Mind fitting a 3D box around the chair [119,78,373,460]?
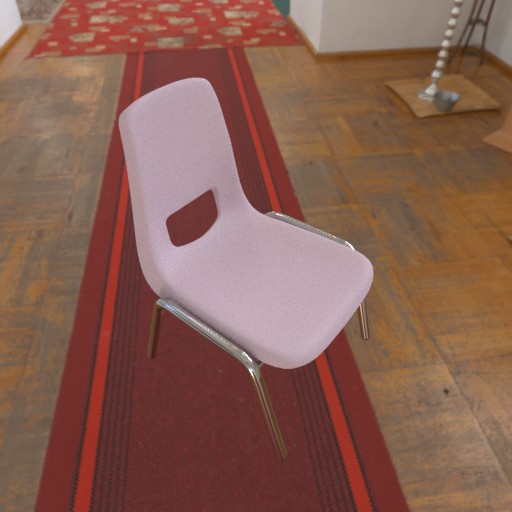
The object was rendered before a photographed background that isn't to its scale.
[{"bbox_3d":[0.000,0.000,0.807,0.385,0.536,0.354,26,48,27],"label":"chair"}]
